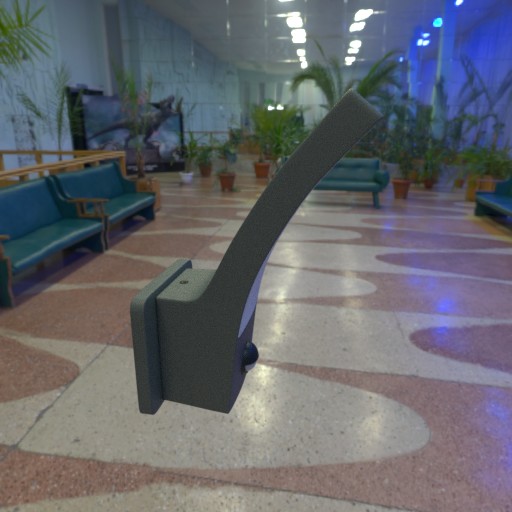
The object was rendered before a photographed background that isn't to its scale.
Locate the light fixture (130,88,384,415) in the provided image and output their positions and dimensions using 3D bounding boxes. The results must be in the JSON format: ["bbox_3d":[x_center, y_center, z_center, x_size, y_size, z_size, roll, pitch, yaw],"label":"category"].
[{"bbox_3d":[0.000,0.000,0.347,0.174,0.243,0.108,3,18,11],"label":"light fixture"}]
